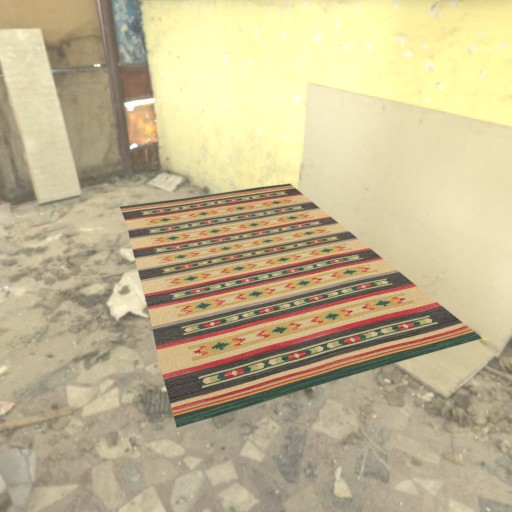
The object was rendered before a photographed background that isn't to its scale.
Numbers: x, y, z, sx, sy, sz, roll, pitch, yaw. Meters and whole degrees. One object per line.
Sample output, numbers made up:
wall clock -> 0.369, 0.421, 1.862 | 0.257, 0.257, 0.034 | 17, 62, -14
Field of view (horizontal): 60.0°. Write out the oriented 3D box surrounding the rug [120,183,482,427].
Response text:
rug -> 0.000, 0.000, 2.895 | 1.522, 0.010, 2.311 | -10, 31, -18
